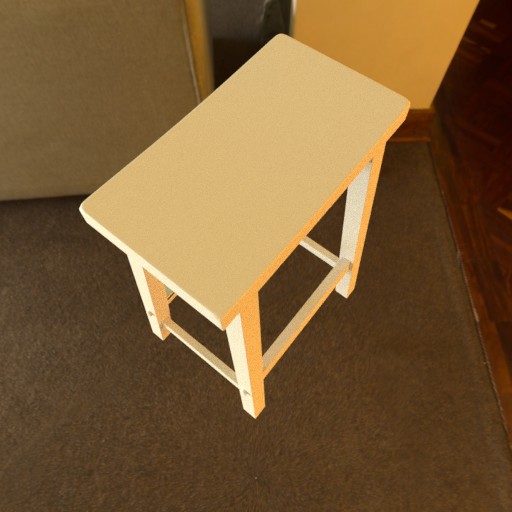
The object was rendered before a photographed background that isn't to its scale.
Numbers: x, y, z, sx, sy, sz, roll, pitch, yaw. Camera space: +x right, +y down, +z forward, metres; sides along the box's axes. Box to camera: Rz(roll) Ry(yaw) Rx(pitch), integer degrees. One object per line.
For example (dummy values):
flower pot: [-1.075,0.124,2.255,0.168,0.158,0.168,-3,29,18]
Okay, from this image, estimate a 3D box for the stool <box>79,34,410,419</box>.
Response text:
stool: [0.000,0.000,0.844,0.322,0.610,0.406,36,69,16]
